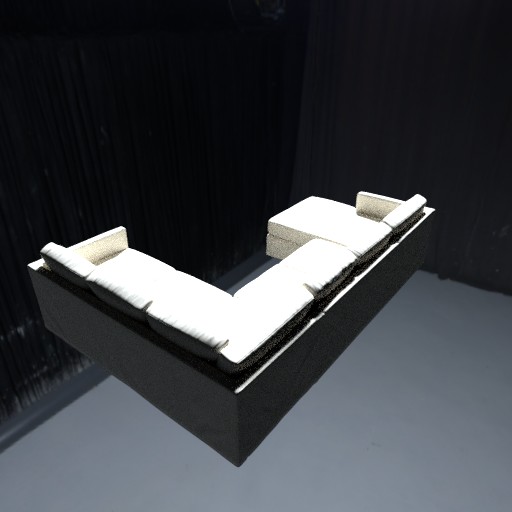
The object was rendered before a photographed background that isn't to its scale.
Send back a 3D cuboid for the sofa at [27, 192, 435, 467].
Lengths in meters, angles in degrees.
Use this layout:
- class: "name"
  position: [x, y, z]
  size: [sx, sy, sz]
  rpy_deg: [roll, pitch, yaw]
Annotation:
- class: "sofa"
  position: [0.000, 0.000, 4.541]
  size: [2.448, 0.882, 3.464]
  rpy_deg: [21, 36, 32]
